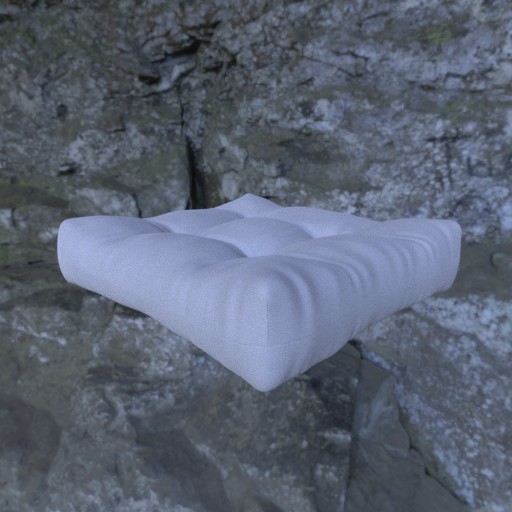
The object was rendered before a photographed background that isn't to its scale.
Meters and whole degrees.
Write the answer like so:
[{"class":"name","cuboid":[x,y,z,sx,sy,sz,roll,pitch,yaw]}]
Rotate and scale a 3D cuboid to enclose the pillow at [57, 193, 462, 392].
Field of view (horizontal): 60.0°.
[{"class":"pillow","cuboid":[0.000,0.000,0.716,0.490,0.128,0.468,15,21,43]}]
